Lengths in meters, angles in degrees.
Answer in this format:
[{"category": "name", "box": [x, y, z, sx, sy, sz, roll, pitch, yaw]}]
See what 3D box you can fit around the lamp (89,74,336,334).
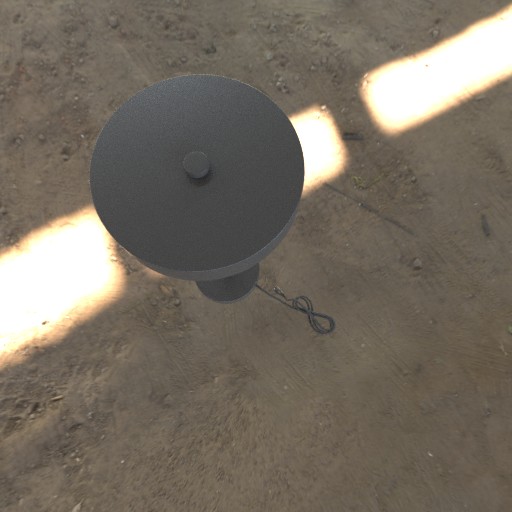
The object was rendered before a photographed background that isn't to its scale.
[{"category": "lamp", "box": [0.000, 0.000, 0.698, 0.369, 0.508, 0.229, 27, 77, 7]}]
